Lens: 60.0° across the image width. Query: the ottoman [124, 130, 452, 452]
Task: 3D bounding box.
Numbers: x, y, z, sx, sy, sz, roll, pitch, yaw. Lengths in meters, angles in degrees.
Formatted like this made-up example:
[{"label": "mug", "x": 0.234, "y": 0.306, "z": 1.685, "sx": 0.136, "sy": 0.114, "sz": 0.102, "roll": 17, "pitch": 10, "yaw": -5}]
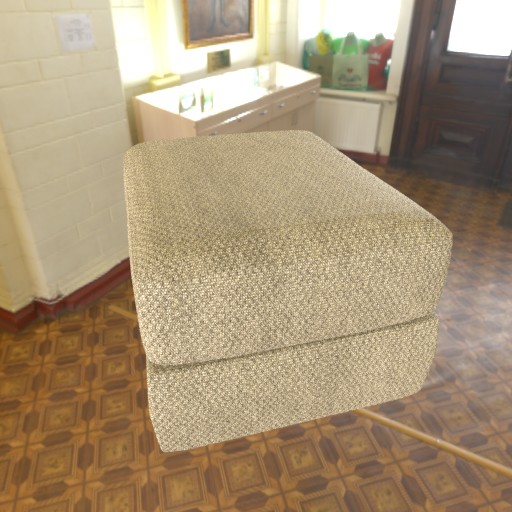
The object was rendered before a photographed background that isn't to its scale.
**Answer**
[{"label": "ottoman", "x": 0.000, "y": 0.000, "z": 1.126, "sx": 0.603, "sy": 0.476, "sz": 0.751, "roll": -8, "pitch": 31, "yaw": -14}]
